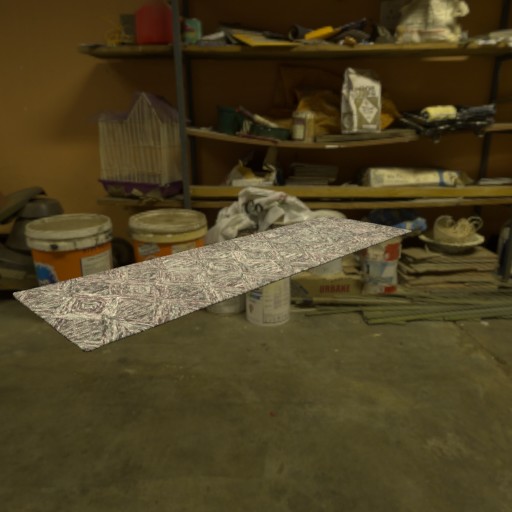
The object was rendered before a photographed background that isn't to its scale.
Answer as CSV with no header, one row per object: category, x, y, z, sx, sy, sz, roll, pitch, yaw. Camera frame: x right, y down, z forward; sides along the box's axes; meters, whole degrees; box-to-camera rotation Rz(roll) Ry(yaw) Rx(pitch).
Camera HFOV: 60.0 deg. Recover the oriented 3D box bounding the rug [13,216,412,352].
rug,0.000,0.000,2.466,0.719,0.013,2.305,16,24,42
